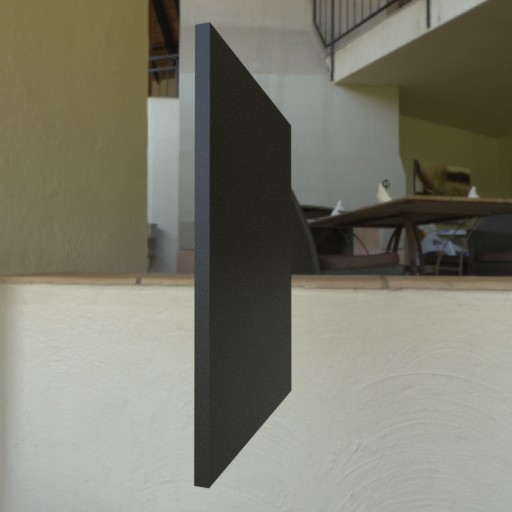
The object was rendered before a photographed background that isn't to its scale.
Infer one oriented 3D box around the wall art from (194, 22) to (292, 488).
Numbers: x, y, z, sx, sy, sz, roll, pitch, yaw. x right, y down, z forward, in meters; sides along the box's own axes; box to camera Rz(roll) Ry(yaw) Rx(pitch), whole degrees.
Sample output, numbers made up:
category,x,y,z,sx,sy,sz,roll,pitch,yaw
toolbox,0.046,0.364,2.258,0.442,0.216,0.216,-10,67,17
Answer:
category,x,y,z,sx,sy,sz,roll,pitch,yaw
wall art,0.000,0.000,1.398,0.038,1.062,0.806,0,-1,18
